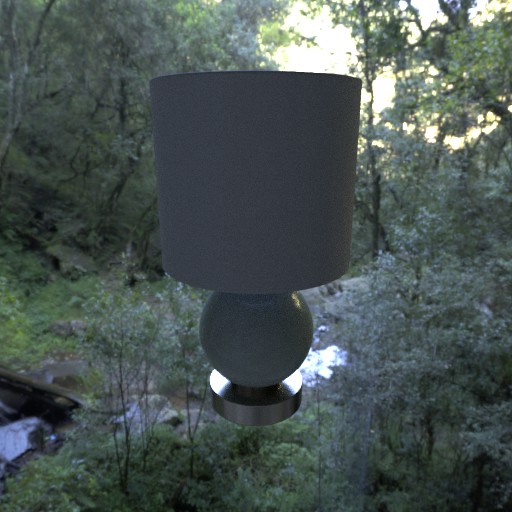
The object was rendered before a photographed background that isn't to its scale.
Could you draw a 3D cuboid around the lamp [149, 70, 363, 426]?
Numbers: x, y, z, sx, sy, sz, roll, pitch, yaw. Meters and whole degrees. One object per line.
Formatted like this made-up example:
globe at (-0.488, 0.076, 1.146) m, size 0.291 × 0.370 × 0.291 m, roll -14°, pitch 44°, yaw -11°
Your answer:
lamp at (0.000, 0.000, 0.479) m, size 0.201 × 0.353 × 0.201 m, roll 8°, pitch 19°, yaw 25°
